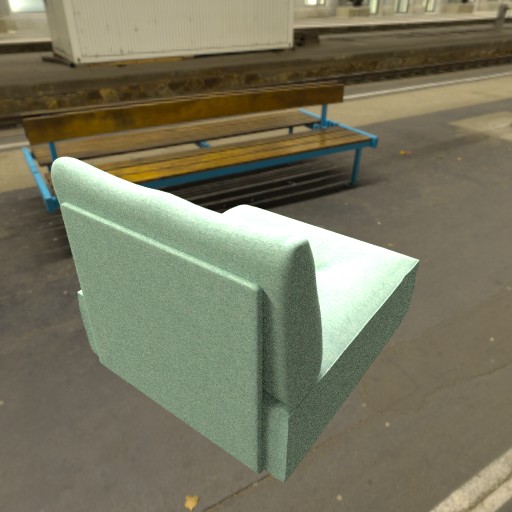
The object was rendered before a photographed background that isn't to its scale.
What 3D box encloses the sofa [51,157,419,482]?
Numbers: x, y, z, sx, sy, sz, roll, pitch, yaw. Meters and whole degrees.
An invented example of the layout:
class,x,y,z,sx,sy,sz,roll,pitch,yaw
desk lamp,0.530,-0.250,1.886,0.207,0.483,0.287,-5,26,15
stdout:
class,x,y,z,sx,sy,sz,roll,pitch,yaw
sofa,0.000,0.000,1.655,0.930,0.820,1.000,21,37,31
